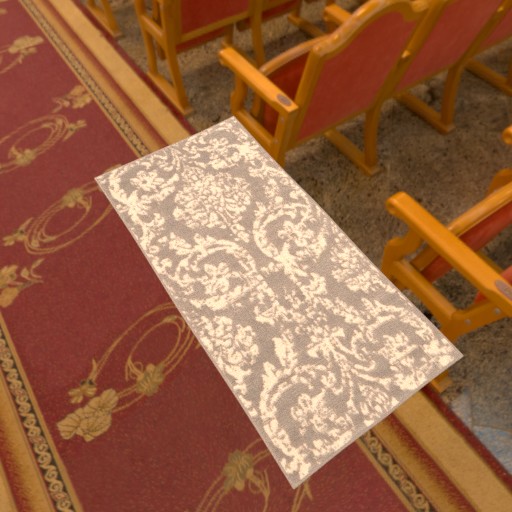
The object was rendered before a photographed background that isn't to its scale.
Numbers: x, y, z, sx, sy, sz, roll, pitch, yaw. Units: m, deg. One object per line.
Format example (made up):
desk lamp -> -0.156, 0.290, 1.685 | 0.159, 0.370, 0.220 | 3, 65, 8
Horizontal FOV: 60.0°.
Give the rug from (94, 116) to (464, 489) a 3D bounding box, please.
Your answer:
rug -> 0.000, 0.000, 1.439 | 0.604, 0.007, 1.219 | -30, 62, -17
